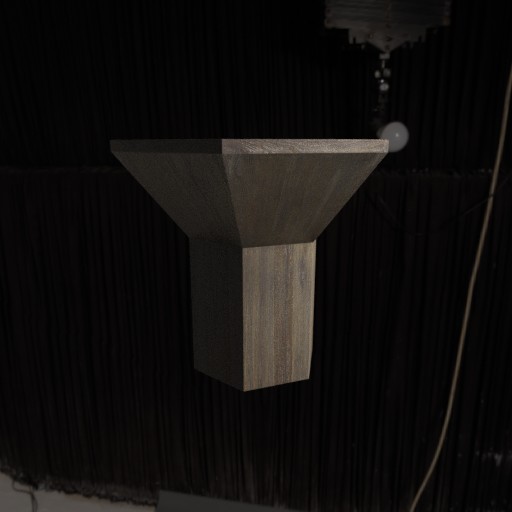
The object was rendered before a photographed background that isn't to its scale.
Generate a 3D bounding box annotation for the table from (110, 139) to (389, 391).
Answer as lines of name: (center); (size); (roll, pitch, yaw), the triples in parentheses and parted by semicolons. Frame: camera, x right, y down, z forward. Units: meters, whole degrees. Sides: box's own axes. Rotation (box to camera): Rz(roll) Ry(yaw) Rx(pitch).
table: (0.000, 0.000, 1.160); (0.592, 0.586, 0.683); (2, 15, 10)
